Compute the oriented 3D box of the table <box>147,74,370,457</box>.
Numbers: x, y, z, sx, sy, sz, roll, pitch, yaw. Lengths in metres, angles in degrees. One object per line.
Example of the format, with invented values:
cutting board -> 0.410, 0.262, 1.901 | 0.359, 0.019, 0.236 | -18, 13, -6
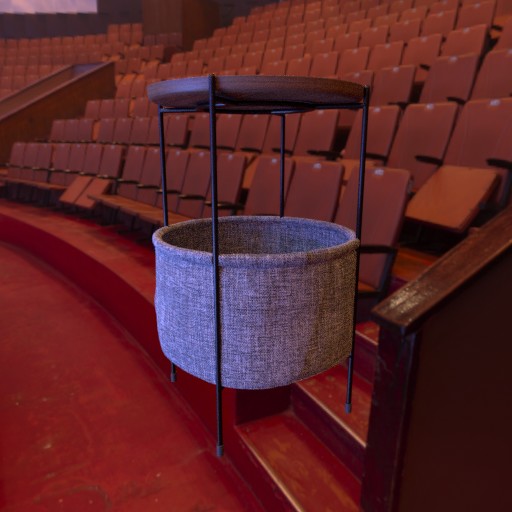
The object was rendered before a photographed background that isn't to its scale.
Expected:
table -> 0.000, 0.000, 0.883 | 0.400, 0.623, 0.400 | -7, 16, -26
